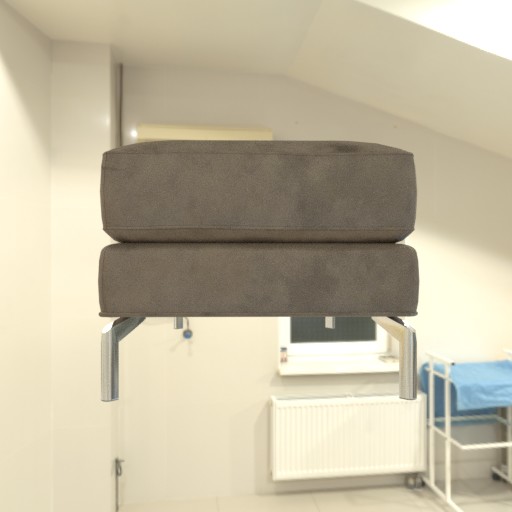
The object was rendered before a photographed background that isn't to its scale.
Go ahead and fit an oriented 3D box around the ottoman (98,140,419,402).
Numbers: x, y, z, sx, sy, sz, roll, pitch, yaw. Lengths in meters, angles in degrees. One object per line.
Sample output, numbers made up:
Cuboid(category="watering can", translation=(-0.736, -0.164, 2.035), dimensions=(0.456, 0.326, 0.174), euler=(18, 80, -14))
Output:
Cuboid(category="ottoman", translation=(0.000, 0.000, 1.052), dimensions=(0.520, 0.456, 0.719), euler=(0, 0, -1))
